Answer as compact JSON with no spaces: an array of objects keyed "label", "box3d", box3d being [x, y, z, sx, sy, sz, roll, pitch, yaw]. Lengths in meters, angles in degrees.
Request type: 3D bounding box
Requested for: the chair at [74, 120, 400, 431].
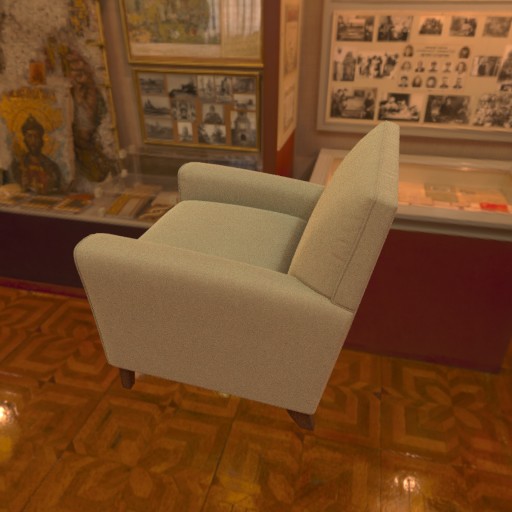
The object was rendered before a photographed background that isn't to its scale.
[{"label":"chair","box3d":[0.000,0.000,1.599,0.871,0.846,0.840,8,31,14]}]
